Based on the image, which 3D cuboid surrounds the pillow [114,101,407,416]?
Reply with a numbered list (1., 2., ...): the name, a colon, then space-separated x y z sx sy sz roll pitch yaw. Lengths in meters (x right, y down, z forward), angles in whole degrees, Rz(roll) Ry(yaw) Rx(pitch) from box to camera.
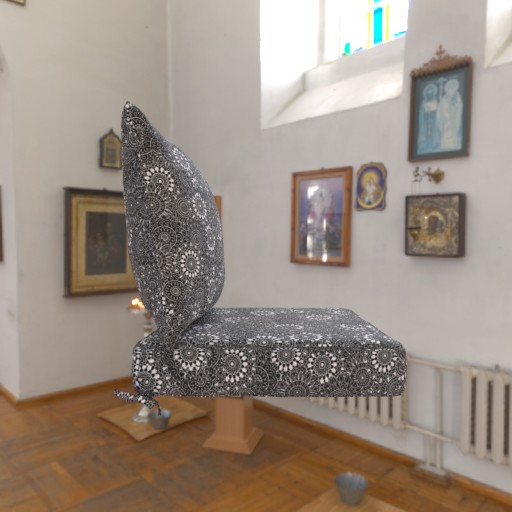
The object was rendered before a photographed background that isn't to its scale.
1. pillow: 0.000 0.000 1.380 0.740 0.722 0.798 0 1 1
